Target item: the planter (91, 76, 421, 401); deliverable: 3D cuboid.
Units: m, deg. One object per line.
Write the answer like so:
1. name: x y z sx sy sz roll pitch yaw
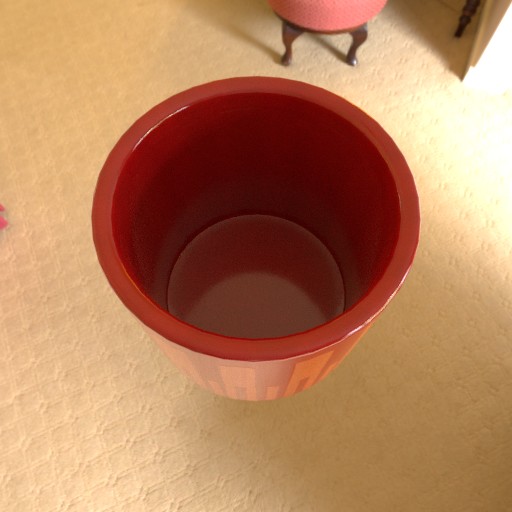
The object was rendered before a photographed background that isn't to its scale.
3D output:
1. planter: 0.000 0.000 0.399 0.230 0.202 0.230 0 65 0
